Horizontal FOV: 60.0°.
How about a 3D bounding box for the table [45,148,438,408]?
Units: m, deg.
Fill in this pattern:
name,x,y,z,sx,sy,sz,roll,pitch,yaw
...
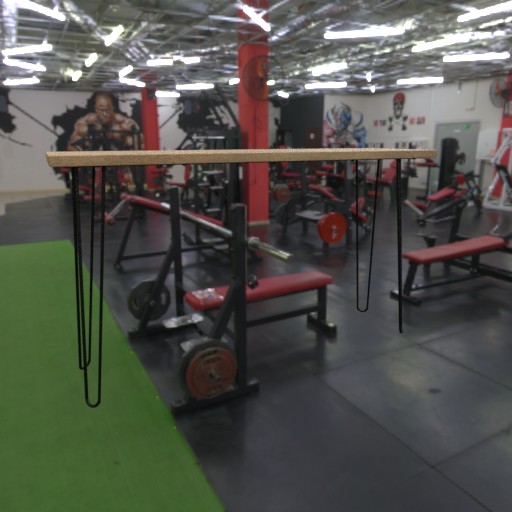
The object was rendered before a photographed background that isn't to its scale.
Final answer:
name,x,y,z,sx,sy,sz,roll,pitch,yaw
table,0.000,0.000,1.731,1.400,0.799,0.399,-7,16,-25
